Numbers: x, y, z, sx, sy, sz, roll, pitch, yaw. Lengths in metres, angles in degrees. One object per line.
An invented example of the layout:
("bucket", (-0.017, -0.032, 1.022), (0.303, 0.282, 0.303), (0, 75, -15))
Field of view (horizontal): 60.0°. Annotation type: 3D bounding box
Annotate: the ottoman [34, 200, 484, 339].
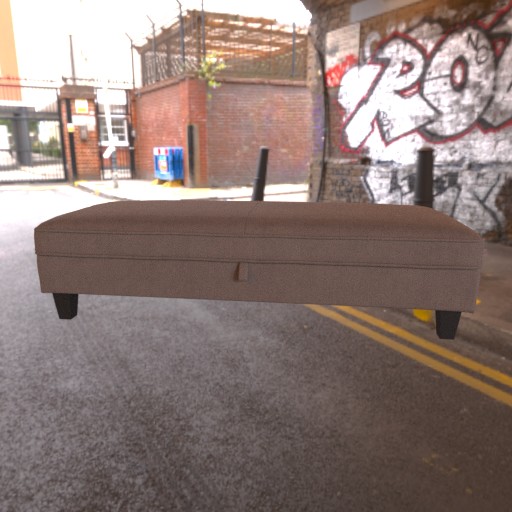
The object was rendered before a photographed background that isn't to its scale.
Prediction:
("ottoman", (0.000, 0.000, 2.038), (1.764, 0.470, 0.751), (2, 14, 7))
